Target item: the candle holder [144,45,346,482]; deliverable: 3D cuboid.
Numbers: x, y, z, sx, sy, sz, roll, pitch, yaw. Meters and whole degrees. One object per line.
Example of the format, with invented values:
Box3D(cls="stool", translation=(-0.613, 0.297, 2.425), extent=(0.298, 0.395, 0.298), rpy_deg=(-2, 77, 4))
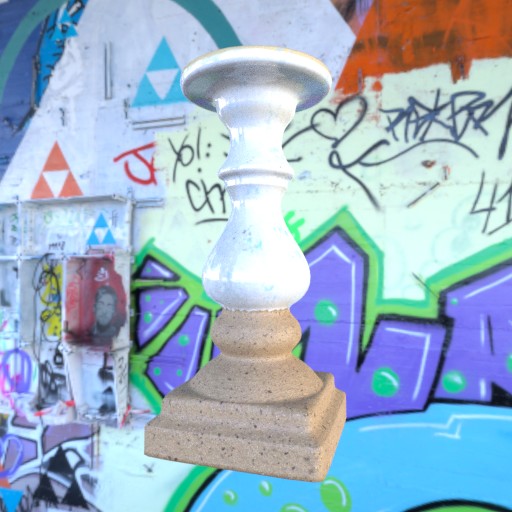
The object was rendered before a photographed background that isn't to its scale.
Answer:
Box3D(cls="candle holder", translation=(0.000, 0.000, 0.299), extent=(0.110, 0.239, 0.110), rpy_deg=(0, -1, 18))
